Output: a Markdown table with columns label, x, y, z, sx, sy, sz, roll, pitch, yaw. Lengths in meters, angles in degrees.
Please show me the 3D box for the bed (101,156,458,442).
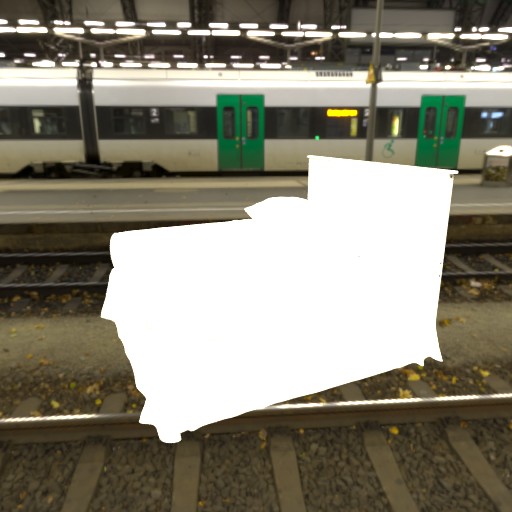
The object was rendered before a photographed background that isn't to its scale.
| label | x | y | z | sx | sy | sz | roll | pitch | yaw |
| --- | --- | --- | --- | --- | --- | --- | --- | --- | --- |
| bed | 0.000 | 0.000 | 3.200 | 2.047 | 1.269 | 1.876 | -8 | 18 | -25 |
